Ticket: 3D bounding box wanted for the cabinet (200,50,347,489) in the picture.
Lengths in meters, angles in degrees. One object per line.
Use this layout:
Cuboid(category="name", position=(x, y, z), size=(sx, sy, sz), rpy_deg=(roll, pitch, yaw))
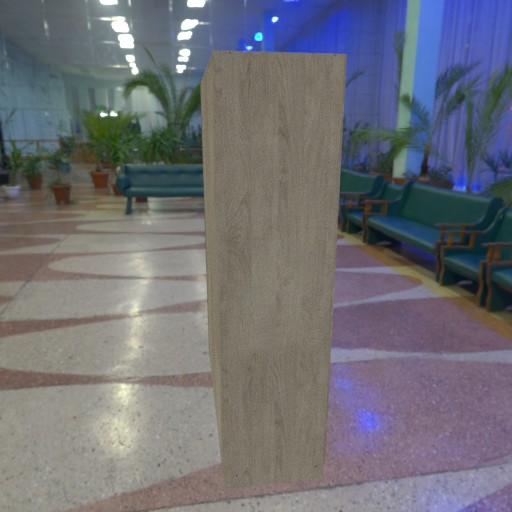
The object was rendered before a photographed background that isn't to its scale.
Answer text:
Cuboid(category="cabinet", position=(0.000, 0.000, 2.482), size=(0.510, 1.910, 1.290), rpy_deg=(-3, 17, -9))
